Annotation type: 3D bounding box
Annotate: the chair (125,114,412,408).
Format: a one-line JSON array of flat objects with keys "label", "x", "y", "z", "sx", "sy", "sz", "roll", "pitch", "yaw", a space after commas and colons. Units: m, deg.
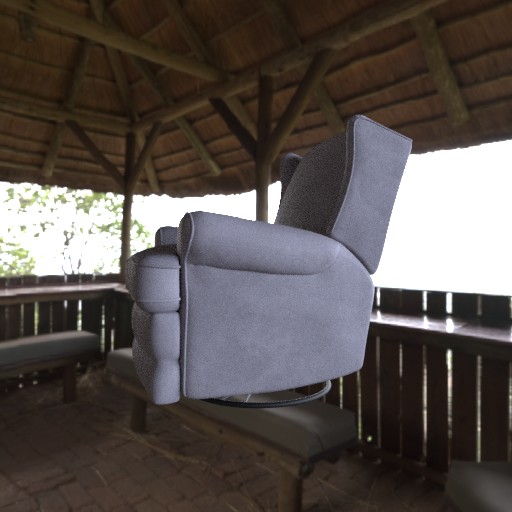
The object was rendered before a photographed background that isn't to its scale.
[{"label": "chair", "x": 0.000, "y": 0.000, "z": 1.746, "sx": 0.969, "sy": 1.011, "sz": 0.847, "roll": 0, "pitch": 0, "yaw": -19}]
